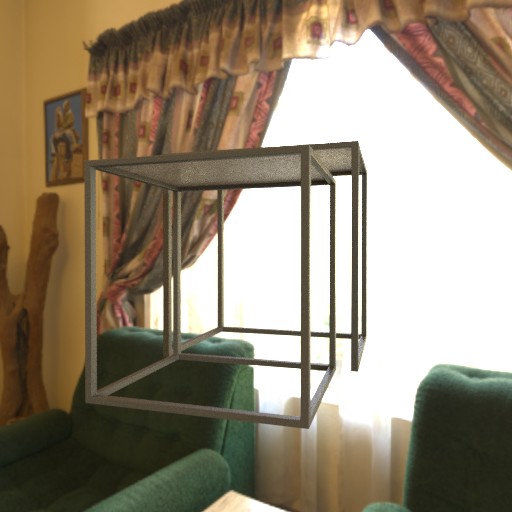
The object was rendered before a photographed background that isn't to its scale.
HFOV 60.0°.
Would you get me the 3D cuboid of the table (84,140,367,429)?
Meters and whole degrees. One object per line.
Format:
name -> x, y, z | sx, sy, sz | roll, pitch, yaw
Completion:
table -> 0.000, 0.000, 1.121 | 0.508, 0.540, 0.788 | 0, 1, 17
